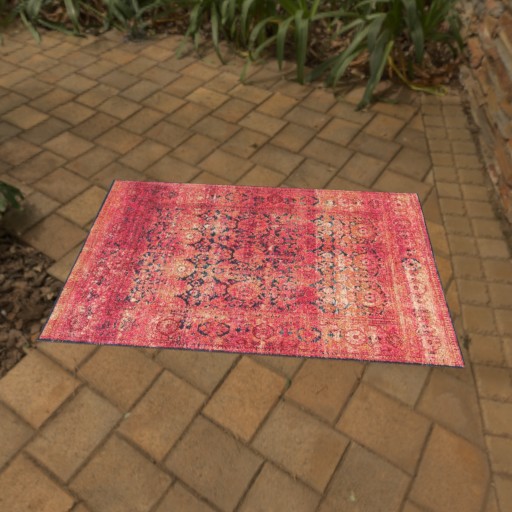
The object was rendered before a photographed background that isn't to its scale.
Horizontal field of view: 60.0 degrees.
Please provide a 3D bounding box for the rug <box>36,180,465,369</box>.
[{"bbox_3d":[0.000,0.000,3.026,2.449,0.018,1.539,3,46,3],"label":"rug"}]
